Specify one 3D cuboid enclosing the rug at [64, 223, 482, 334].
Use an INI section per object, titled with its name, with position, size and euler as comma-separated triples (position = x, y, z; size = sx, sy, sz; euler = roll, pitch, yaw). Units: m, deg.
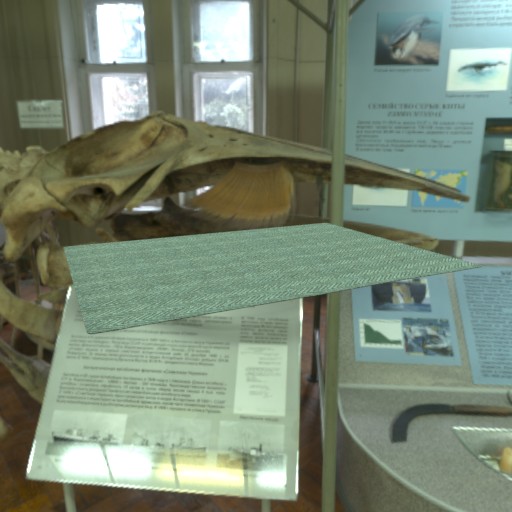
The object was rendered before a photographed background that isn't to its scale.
[rug]
position = 0.000, 0.000, 5.121
size = 3.957, 0.011, 2.894
euler = -7, 16, -25
